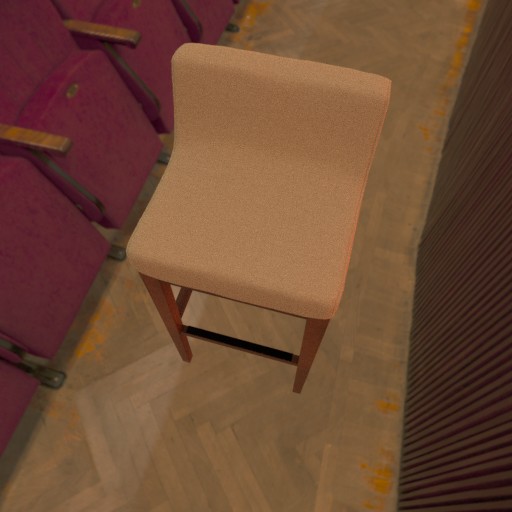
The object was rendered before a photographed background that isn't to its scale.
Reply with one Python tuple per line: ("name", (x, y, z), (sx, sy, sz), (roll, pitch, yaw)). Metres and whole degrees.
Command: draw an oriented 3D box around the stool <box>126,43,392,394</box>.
("stool", (0.000, 0.000, 1.334), (0.511, 1.037, 0.500), (14, 59, 8))
